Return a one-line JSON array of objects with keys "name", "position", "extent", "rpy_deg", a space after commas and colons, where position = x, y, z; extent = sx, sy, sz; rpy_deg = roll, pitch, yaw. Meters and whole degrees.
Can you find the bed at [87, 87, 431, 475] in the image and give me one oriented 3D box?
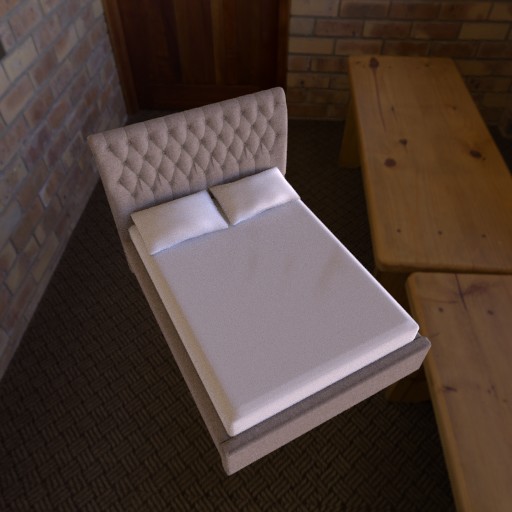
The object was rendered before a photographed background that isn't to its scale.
[{"name": "bed", "position": [0.000, 0.000, 3.353], "extent": [1.645, 1.371, 2.252], "rpy_deg": [-22, 51, -19]}]
